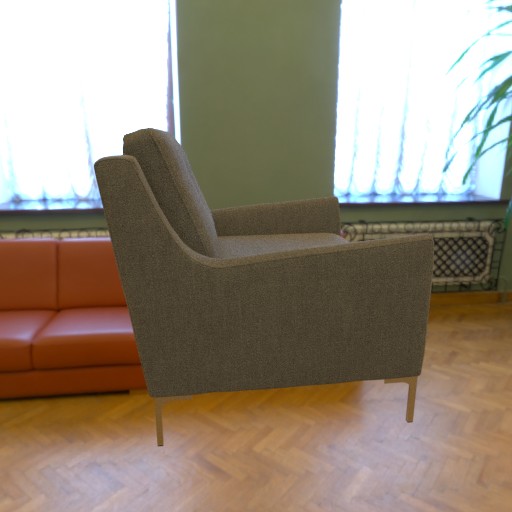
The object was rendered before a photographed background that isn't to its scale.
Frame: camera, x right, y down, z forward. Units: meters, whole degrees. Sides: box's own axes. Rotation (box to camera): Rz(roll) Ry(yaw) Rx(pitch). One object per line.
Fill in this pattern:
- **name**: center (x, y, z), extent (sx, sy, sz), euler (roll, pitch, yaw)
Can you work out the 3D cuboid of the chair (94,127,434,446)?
- **chair**: center (0.000, 0.000, 1.510), extent (0.849, 0.828, 0.847), euler (-2, 15, -8)
